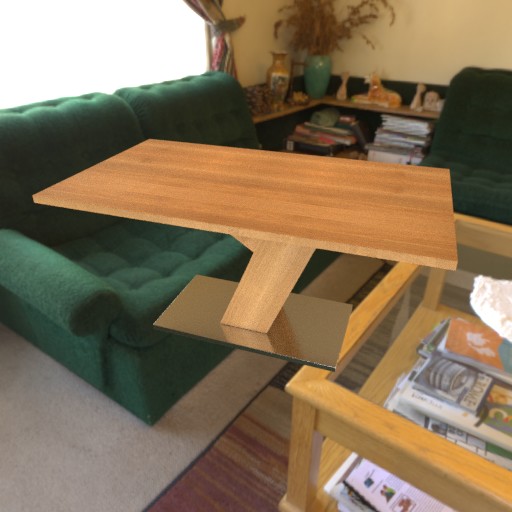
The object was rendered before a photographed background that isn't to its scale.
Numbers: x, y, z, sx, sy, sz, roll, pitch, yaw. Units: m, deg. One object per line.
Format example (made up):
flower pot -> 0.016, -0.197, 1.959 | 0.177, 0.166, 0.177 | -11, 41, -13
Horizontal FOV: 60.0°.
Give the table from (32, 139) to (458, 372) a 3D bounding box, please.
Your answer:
table -> 0.000, 0.000, 2.117 | 1.600, 0.750, 0.900 | 10, 31, 17
